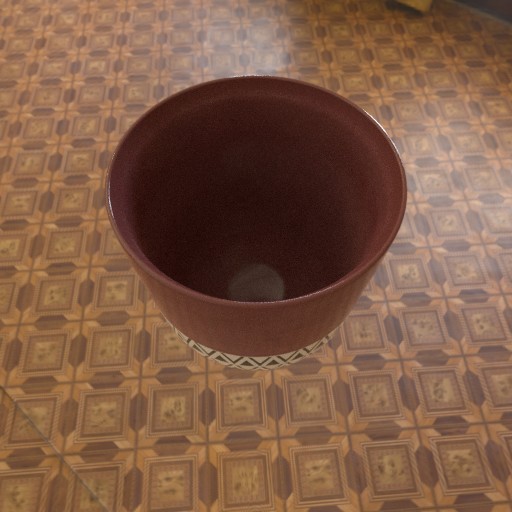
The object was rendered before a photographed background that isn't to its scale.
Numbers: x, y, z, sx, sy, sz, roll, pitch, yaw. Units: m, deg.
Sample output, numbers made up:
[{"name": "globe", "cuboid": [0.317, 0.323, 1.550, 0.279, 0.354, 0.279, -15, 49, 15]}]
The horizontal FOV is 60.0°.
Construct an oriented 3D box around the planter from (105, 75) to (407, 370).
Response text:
[{"name": "planter", "cuboid": [0.000, 0.000, 0.380, 0.195, 0.214, 0.195, 0, 59, 0]}]
